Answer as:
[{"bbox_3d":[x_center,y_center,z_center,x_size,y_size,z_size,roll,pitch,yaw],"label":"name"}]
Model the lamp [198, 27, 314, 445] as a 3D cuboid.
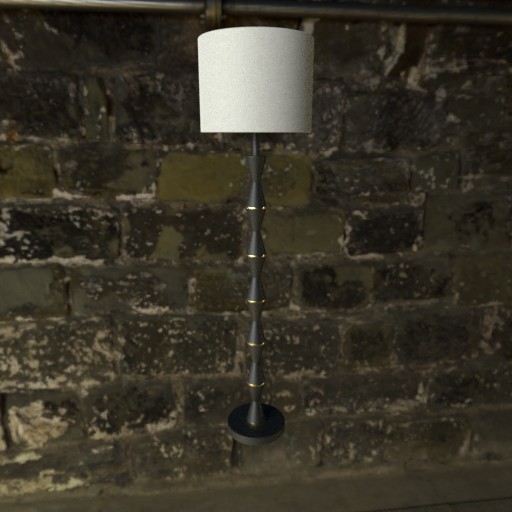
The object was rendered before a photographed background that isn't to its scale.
[{"bbox_3d":[0.000,0.000,1.660,0.381,1.480,0.381,2,16,8],"label":"lamp"}]
